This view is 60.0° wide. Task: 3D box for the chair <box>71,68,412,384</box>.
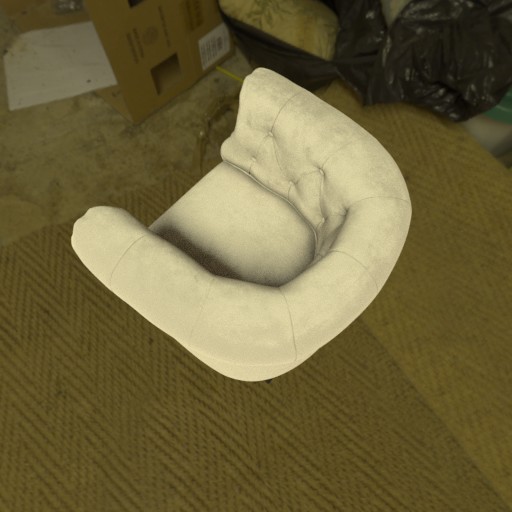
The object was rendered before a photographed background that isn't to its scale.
[{"bbox_3d":[0.000,0.000,1.601,0.851,0.826,0.904,37,69,17],"label":"chair"}]
